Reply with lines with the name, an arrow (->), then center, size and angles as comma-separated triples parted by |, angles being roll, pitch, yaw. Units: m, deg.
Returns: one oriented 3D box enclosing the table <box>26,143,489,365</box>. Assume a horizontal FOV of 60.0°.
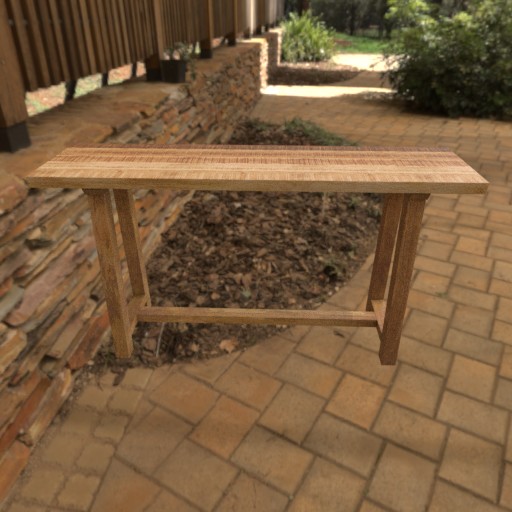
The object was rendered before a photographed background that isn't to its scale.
table -> 0.000, 0.000, 1.833 | 1.524, 0.810, 0.405 | 1, 30, 2
